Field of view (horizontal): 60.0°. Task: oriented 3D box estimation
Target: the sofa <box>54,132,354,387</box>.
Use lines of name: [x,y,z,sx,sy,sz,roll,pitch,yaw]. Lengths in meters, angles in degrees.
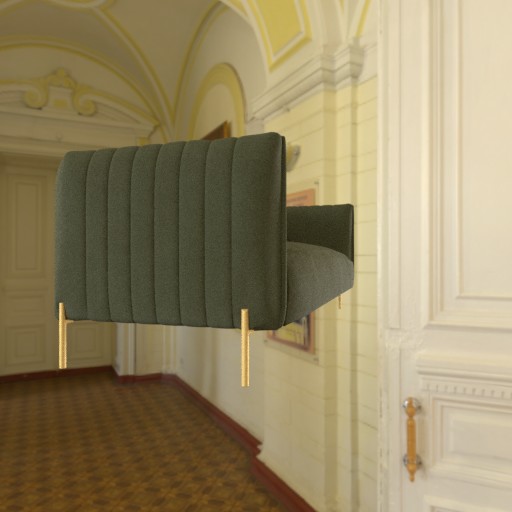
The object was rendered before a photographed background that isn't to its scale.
sofa: [0.000,0.000,2.445,0.896,0.793,2.137,0,0,18]
